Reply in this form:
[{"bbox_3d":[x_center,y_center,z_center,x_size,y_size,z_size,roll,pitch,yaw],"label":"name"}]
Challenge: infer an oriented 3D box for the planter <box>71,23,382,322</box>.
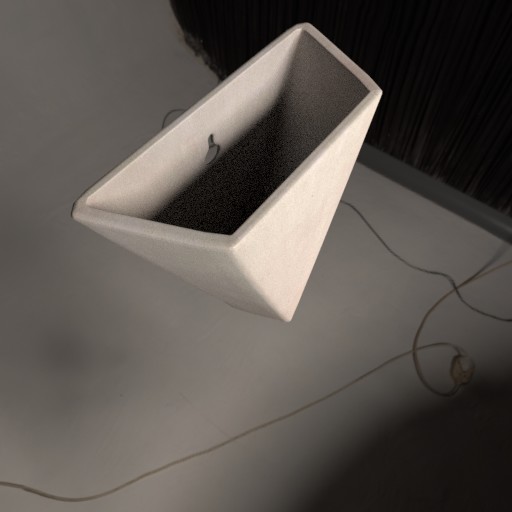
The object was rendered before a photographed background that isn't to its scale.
[{"bbox_3d":[0.000,0.000,0.263,0.060,0.197,0.150,33,64,19],"label":"planter"}]
